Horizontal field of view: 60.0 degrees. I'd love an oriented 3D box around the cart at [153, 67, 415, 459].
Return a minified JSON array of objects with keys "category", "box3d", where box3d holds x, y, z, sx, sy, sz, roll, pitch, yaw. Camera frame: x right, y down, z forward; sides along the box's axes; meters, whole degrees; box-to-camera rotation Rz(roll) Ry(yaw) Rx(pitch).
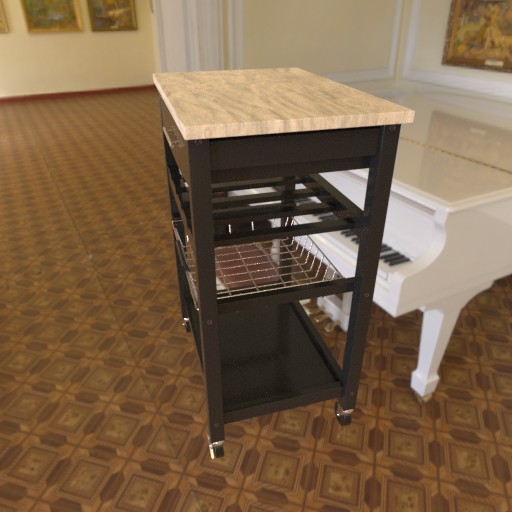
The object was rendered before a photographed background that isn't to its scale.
[{"category":"cart","box3d":[0.000,0.000,1.167,0.403,0.839,0.584,-8,31,-14]}]
